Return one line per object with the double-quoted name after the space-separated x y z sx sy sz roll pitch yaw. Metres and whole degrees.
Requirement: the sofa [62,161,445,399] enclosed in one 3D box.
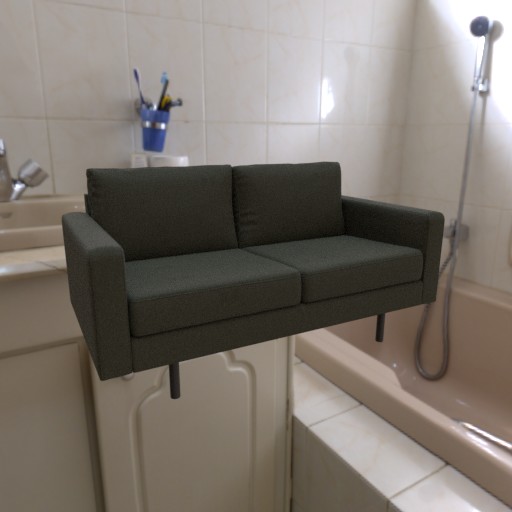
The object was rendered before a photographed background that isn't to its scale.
0.000 0.000 2.273 1.730 0.897 0.889 -8 17 -27 "sofa"
